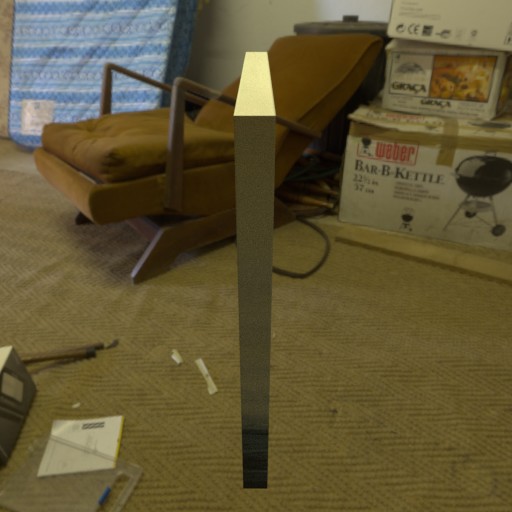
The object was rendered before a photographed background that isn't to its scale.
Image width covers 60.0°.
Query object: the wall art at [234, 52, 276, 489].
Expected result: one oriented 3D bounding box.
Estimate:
[{"bbox_3d":[0.000,0.000,0.788,0.040,0.608,0.489,0,31,0],"label":"wall art"}]
